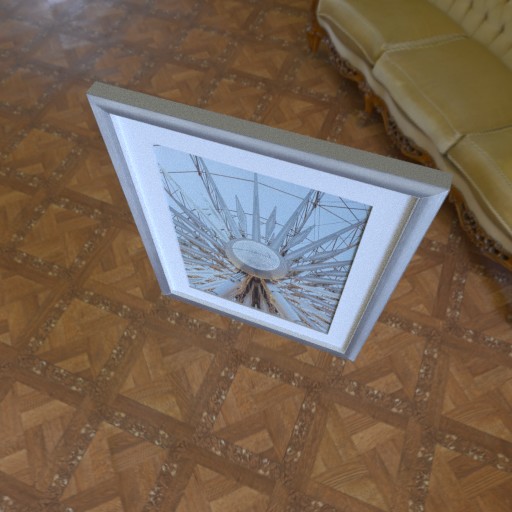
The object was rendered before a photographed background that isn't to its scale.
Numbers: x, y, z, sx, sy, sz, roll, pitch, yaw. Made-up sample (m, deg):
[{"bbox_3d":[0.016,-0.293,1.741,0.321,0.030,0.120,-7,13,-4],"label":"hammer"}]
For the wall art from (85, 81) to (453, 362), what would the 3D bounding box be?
[{"bbox_3d":[0.000,0.000,0.764,0.458,0.558,0.029,18,59,11],"label":"wall art"}]
